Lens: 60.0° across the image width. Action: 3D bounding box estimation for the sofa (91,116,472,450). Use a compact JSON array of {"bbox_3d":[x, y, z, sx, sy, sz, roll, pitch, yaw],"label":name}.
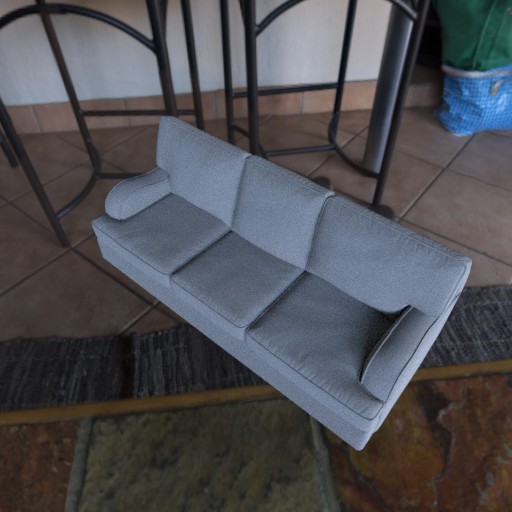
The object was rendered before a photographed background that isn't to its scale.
[{"bbox_3d":[0.000,0.000,2.893,2.323,0.997,1.016,31,53,27],"label":"sofa"}]
